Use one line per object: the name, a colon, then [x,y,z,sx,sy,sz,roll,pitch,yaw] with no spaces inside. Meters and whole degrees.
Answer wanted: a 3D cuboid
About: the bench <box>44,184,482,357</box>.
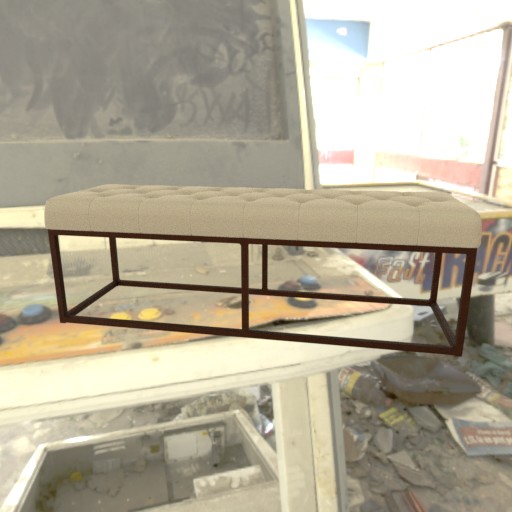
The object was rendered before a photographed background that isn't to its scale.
bench: [0.000,0.000,1.731,1.488,0.488,0.479,3,16,10]
